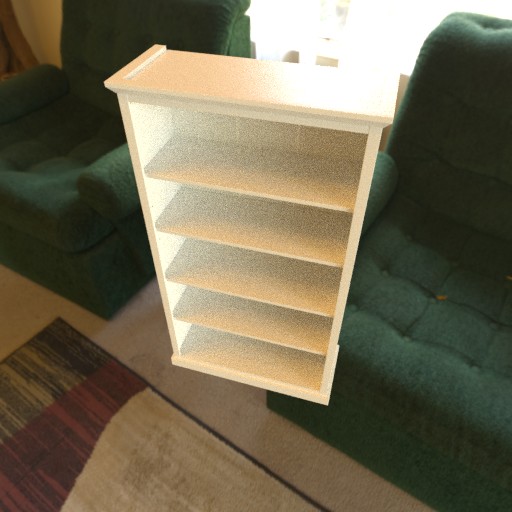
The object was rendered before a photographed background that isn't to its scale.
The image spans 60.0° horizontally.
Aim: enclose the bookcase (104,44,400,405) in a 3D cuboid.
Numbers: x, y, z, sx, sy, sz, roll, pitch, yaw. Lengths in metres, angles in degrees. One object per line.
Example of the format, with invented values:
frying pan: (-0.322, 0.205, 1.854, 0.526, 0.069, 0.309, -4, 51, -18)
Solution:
bookcase: (0.000, 0.000, 2.329, 1.050, 1.880, 0.432, 11, 44, 12)
